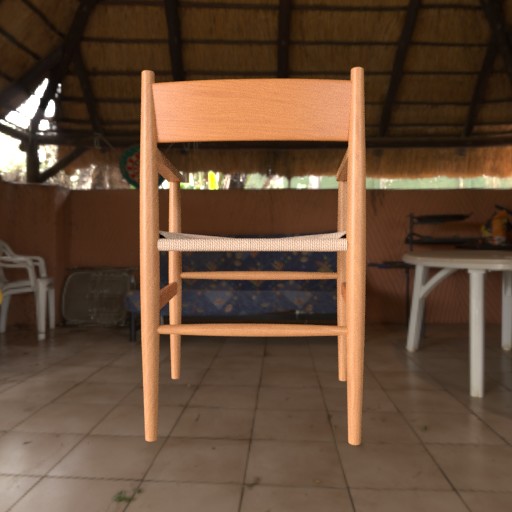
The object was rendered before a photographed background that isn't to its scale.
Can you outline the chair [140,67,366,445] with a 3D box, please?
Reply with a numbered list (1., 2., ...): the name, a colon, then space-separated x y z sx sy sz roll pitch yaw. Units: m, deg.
1. chair: 0.000 0.000 1.125 0.556 0.762 0.495 0 1 2
